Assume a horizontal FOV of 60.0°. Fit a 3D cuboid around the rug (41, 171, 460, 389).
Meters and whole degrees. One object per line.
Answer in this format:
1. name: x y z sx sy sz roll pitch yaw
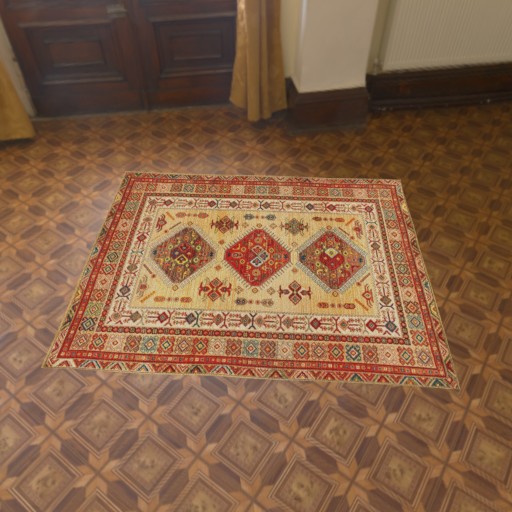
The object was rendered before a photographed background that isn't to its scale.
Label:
1. rug: 0.000 0.000 4.071 3.067 0.005 2.460 2 47 2
